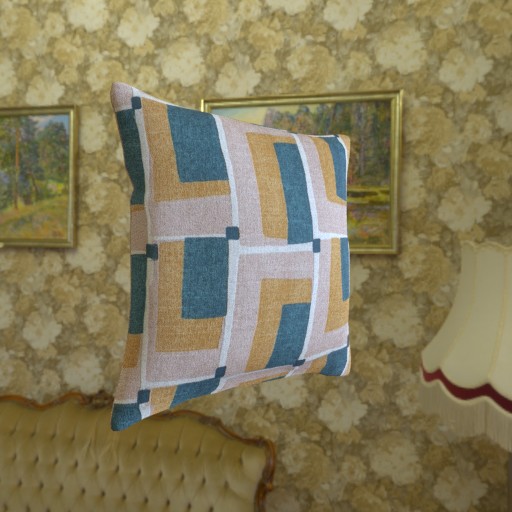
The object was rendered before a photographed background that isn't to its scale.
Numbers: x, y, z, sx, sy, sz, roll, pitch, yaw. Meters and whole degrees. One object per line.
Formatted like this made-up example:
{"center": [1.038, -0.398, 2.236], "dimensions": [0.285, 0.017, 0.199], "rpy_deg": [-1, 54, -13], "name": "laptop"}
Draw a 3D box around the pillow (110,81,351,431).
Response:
{"center": [0.000, 0.000, 0.737], "dimensions": [0.478, 0.479, 0.158], "rpy_deg": [0, 0, -36], "name": "pillow"}
